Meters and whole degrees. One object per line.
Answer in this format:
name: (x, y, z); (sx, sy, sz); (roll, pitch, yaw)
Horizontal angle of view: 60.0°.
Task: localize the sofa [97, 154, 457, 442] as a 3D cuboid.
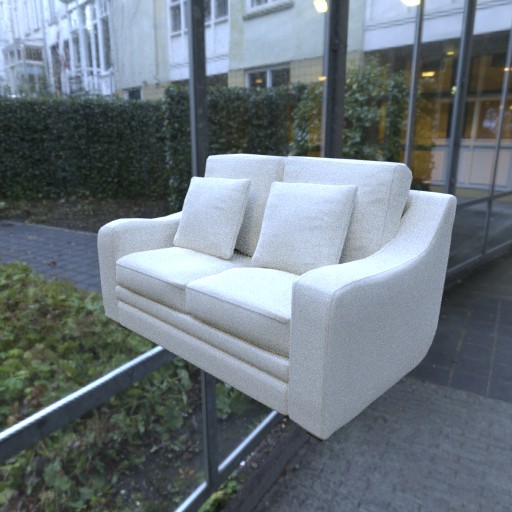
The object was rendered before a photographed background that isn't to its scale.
sofa: (0.000, 0.000, 2.416); (1.744, 1.047, 1.040); (15, 21, 42)
